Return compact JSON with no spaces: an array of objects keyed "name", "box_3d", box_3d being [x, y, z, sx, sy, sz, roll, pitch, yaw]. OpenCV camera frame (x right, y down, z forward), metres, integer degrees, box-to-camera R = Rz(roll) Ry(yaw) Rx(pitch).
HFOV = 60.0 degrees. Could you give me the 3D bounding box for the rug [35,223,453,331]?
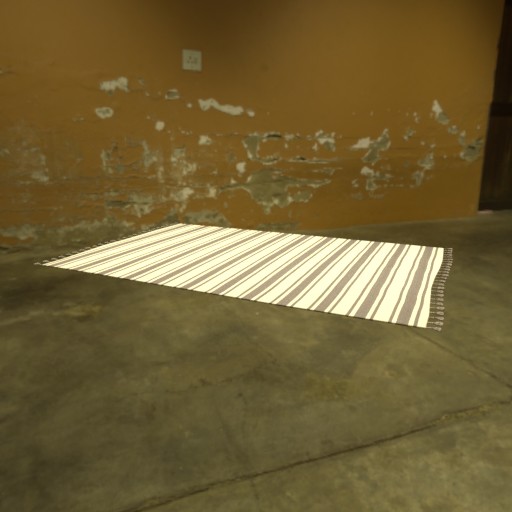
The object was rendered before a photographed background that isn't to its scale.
[{"name":"rug","box_3d":[0.000,0.000,3.001,2.425,0.014,1.563,7,16,24]}]
